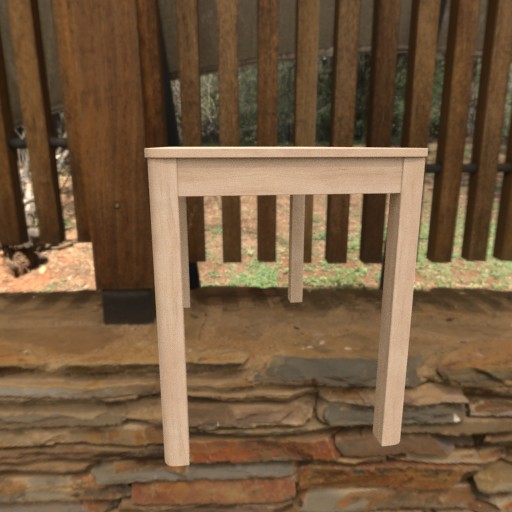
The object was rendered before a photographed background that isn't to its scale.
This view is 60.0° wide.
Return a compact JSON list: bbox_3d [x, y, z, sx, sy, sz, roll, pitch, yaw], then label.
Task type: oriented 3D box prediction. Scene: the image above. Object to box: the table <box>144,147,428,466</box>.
[{"bbox_3d":[0.000,0.000,1.891,0.750,0.900,1.400,-2,14,-8],"label":"table"}]
